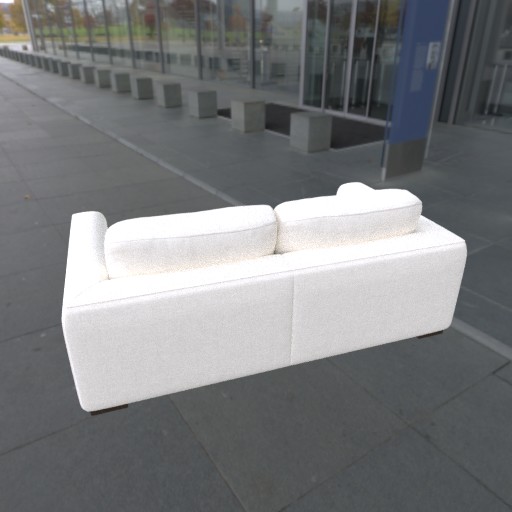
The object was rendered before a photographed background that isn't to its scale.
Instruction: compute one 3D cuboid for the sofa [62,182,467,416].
[{"bbox_3d":[0.000,0.000,2.436,1.920,0.801,1.069,-9,28,-17],"label":"sofa"}]
